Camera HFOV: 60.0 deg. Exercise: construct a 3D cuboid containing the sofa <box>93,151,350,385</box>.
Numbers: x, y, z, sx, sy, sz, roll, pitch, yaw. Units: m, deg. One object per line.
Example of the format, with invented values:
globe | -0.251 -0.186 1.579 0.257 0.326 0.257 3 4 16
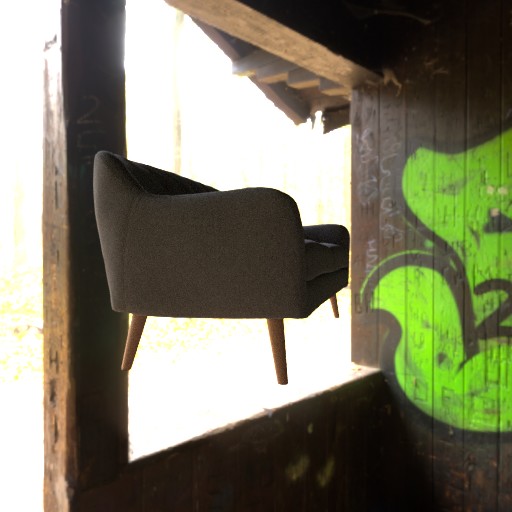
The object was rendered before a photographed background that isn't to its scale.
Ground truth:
sofa | 0.000 0.000 2.266 0.820 0.820 1.840 0 1 17
